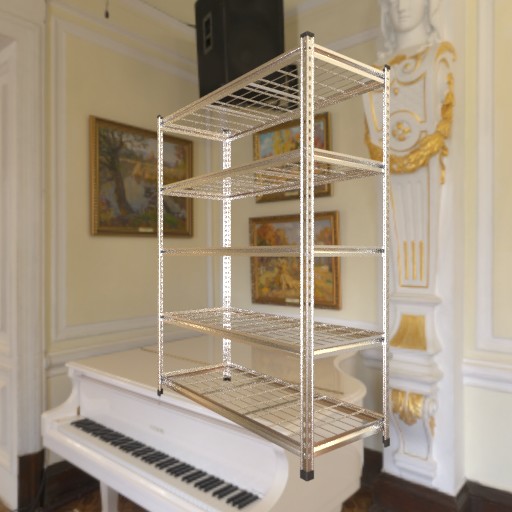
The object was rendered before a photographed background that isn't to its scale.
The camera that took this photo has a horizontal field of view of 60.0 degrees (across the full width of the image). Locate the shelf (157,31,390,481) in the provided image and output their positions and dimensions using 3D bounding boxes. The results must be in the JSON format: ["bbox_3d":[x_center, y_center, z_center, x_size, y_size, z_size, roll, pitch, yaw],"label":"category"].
[{"bbox_3d":[0.000,0.000,2.734,0.610,1.981,1.524,0,0,-38],"label":"shelf"}]
